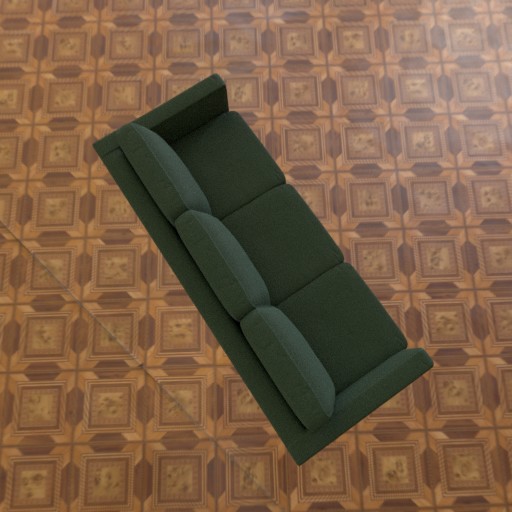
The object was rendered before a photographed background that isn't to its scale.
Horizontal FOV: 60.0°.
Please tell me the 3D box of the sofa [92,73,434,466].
[{"bbox_3d":[0.000,0.000,2.575,0.879,0.899,2.029,-33,78,-8],"label":"sofa"}]
